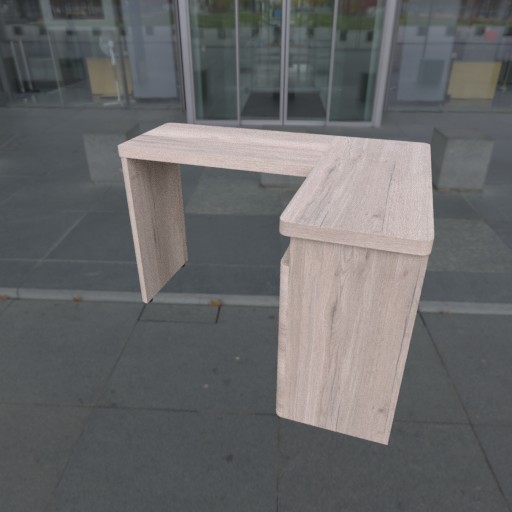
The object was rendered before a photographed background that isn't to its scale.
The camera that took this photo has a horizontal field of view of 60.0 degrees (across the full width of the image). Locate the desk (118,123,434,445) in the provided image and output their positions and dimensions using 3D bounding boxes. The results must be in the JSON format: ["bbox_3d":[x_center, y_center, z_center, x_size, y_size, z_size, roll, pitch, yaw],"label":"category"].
[{"bbox_3d":[0.000,0.000,1.746,1.169,0.760,0.900,9,31,16],"label":"desk"}]
